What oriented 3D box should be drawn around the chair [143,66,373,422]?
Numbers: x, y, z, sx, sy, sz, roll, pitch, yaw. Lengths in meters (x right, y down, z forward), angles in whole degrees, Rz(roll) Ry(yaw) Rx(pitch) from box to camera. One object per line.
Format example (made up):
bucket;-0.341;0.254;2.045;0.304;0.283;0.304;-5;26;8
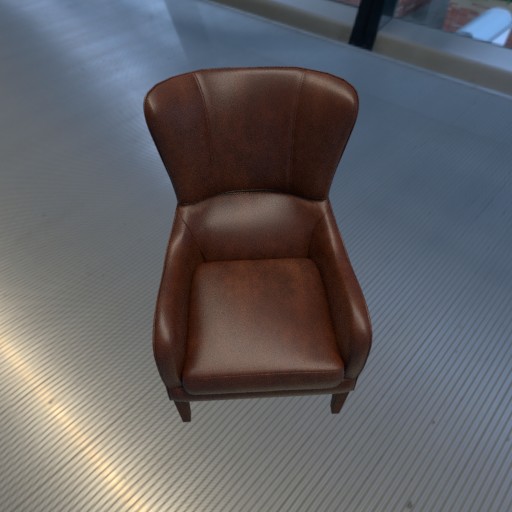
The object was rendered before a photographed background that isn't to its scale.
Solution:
chair;0.000;0.000;1.641;0.692;1.048;0.914;-2;48;-2
